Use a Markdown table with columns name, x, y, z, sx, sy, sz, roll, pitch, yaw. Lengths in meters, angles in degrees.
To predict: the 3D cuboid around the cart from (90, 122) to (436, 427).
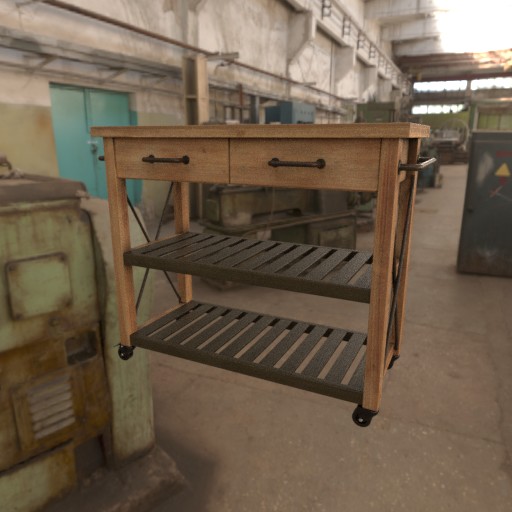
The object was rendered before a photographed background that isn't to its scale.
| name | x | y | z | sx | sy | sz | roll | pitch | yaw |
| --- | --- | --- | --- | --- | --- | --- | --- | --- | --- |
| cart | 0.000 | 0.000 | 0.986 | 0.686 | 0.554 | 0.298 | 7 | 17 | 25 |
